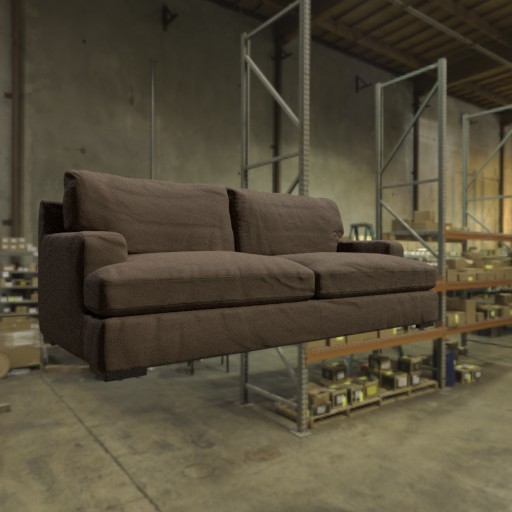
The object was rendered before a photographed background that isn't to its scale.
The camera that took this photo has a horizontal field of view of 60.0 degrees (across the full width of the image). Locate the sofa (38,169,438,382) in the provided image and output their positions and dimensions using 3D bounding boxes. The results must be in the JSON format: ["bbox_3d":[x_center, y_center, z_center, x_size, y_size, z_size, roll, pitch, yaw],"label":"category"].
[{"bbox_3d":[0.000,0.000,2.729,2.274,0.950,1.140,0,0,-37],"label":"sofa"}]
